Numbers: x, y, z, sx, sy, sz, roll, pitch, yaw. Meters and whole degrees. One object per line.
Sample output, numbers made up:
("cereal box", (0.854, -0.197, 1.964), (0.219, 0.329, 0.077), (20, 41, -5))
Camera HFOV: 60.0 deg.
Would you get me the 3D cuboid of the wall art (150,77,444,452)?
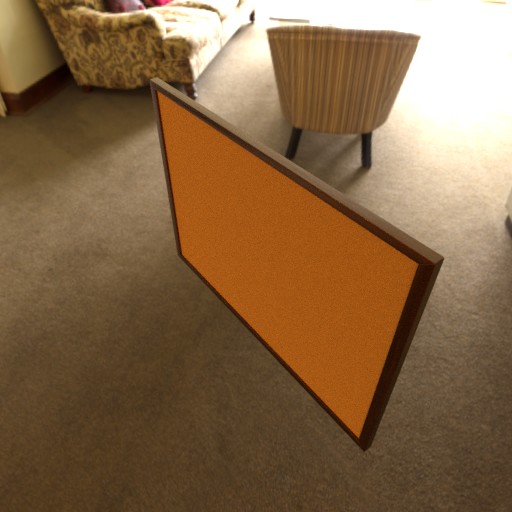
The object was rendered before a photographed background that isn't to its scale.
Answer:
("wall art", (0.000, 0.000, 0.545), (0.012, 0.304, 0.431), (-27, 49, -27))
